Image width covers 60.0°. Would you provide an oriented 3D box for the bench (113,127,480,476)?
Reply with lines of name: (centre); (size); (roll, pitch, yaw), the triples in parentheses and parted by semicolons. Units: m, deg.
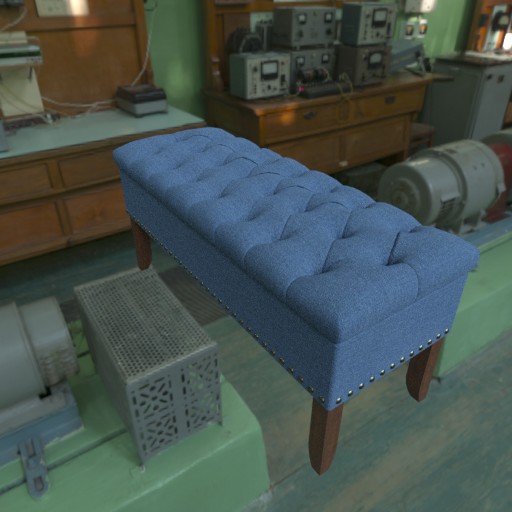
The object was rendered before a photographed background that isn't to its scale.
bench: (0.000, 0.000, 1.289); (0.417, 0.492, 1.052); (-21, 38, -29)
